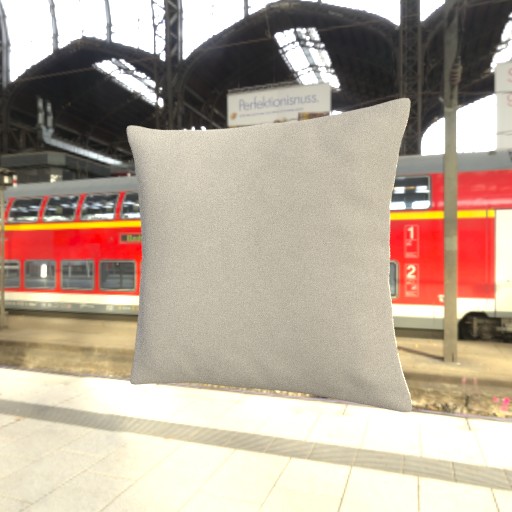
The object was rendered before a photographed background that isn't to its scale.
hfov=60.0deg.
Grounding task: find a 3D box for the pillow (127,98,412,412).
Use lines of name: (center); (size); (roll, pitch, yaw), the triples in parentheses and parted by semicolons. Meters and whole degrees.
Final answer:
pillow: (0.000, 0.000, 0.791); (0.526, 0.507, 0.166); (0, 0, 18)
